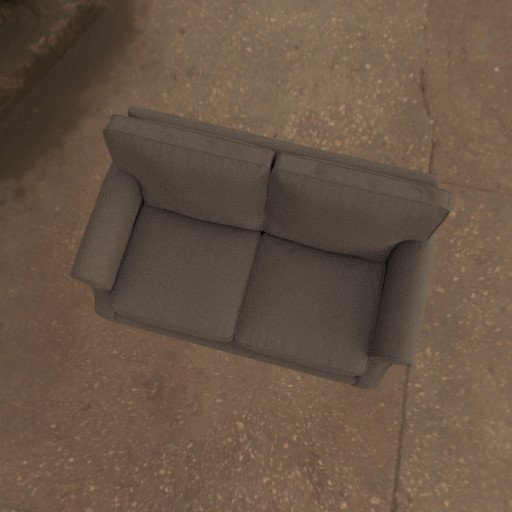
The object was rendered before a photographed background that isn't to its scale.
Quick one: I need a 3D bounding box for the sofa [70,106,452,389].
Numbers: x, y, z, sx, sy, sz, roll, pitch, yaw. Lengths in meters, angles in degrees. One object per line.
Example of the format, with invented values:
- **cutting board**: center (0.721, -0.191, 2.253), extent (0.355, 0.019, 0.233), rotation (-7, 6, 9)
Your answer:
- **sofa**: center (0.000, 0.000, 2.240), extent (1.665, 0.937, 0.964), rotation (14, 74, 4)
